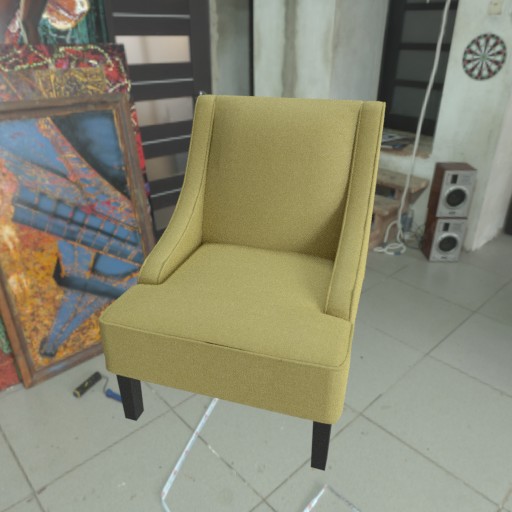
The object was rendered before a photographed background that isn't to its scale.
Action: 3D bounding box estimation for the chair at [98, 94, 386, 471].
[{"bbox_3d":[0.000,0.000,1.446,0.696,0.896,0.814,8,27,16],"label":"chair"}]
